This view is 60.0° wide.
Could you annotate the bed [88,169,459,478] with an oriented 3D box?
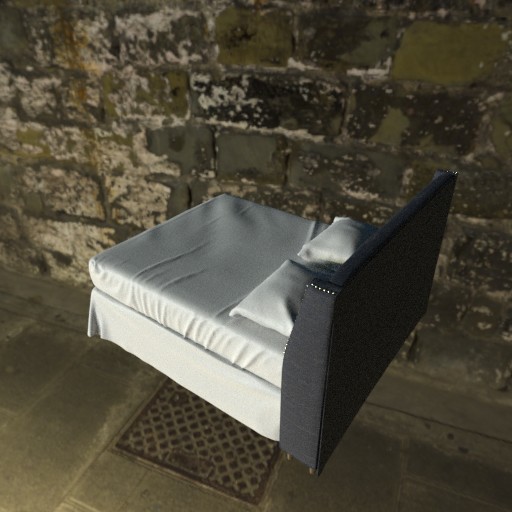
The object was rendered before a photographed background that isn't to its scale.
[{"bbox_3d":[0.000,0.000,3.440,2.276,1.332,1.925,21,36,31],"label":"bed"}]
